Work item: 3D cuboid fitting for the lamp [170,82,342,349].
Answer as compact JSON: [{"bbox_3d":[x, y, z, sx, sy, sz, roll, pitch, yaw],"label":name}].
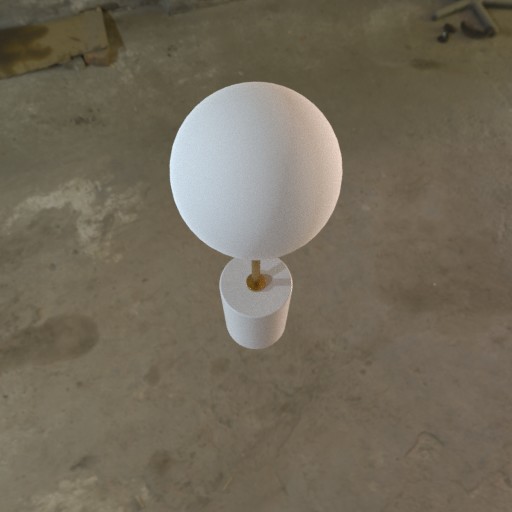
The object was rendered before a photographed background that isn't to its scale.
[{"bbox_3d":[0.000,0.000,0.545,0.153,0.480,0.153,0,63,0],"label":"lamp"}]
